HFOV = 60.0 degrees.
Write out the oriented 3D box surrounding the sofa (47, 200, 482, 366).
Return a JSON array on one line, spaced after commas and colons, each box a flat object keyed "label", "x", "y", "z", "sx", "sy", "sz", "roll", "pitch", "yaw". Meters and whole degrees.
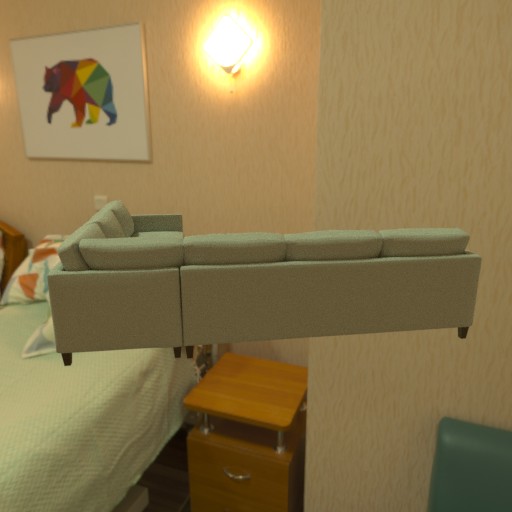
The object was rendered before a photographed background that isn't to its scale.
[{"label": "sofa", "x": 0.000, "y": 0.000, "z": 4.517, "sx": 3.333, "sy": 0.934, "sz": 2.522, "roll": -2, "pitch": 15, "yaw": -8}]
